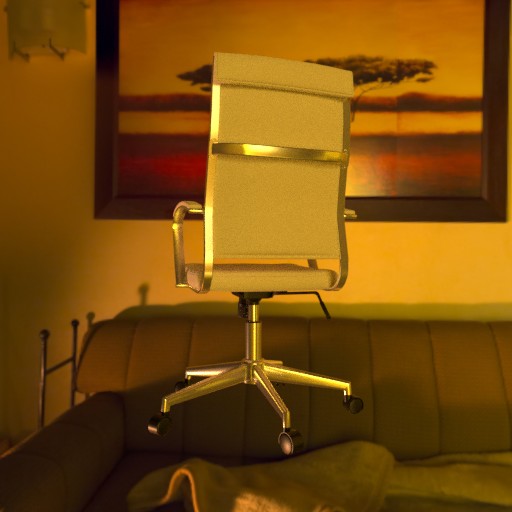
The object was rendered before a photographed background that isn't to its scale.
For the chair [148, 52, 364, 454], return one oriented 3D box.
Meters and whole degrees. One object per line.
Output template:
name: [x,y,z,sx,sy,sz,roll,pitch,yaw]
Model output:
chair: [0.000,0.000,1.610,0.766,1.149,0.739,0,-1,-17]
